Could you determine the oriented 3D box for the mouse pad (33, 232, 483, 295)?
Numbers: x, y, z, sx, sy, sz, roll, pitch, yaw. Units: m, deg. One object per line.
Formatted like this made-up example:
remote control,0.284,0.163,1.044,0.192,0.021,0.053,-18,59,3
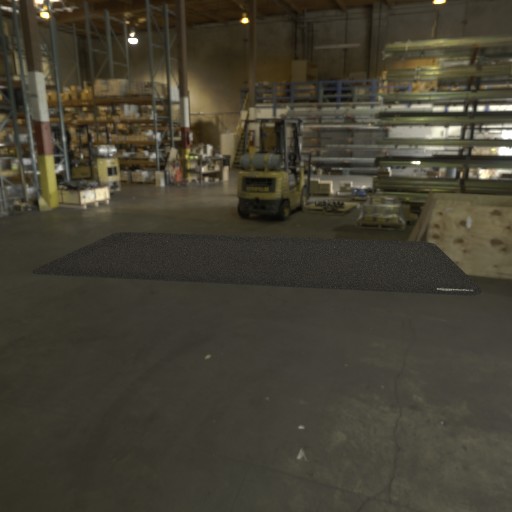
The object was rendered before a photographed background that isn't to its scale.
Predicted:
mouse pad,0.000,0.000,1.063,0.907,0.003,0.424,2,15,8
